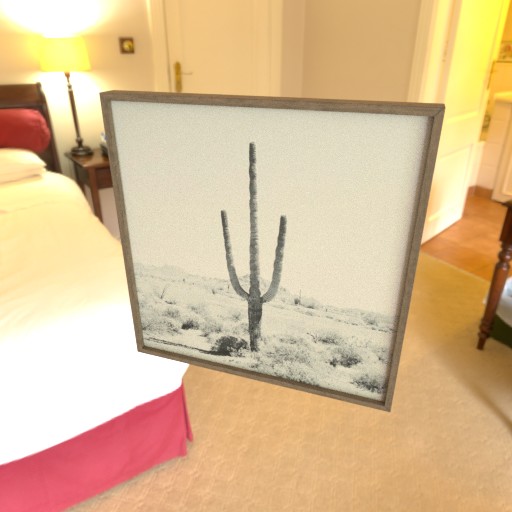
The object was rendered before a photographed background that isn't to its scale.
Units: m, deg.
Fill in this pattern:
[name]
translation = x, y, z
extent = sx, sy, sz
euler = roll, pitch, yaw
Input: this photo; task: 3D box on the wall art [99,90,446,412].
[wall art]
translation = 0.000, 0.000, 0.750
extent = 0.508, 0.508, 0.038
euler = 9, 28, 17
